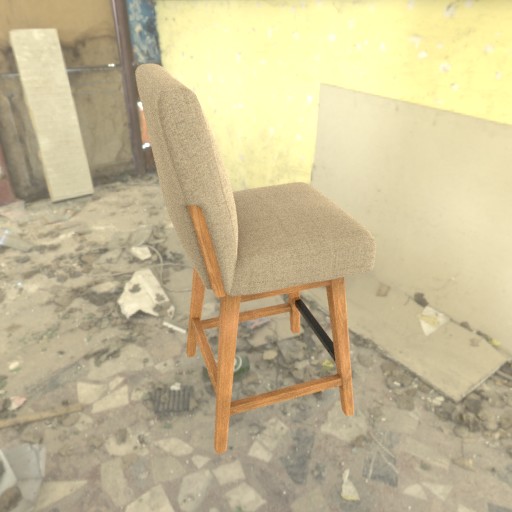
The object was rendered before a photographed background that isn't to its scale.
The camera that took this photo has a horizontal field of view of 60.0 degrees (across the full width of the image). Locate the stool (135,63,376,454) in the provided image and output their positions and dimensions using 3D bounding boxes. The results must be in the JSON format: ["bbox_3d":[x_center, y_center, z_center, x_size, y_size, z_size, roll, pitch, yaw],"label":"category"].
[{"bbox_3d":[0.000,0.000,1.283,0.526,1.010,0.459,-10,31,-16],"label":"stool"}]
